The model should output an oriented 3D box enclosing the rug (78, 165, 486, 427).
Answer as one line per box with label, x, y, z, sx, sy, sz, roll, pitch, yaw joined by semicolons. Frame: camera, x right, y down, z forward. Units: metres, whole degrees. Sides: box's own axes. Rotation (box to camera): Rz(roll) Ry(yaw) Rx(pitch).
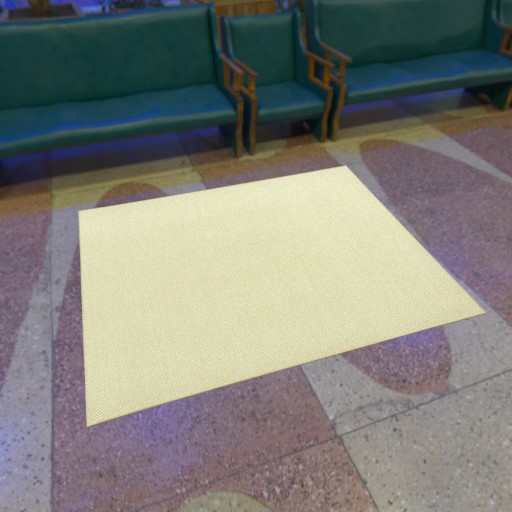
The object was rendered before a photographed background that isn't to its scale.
rug;0.000;0.000;4.020;3.039;0.018;2.462;-12;42;-14
